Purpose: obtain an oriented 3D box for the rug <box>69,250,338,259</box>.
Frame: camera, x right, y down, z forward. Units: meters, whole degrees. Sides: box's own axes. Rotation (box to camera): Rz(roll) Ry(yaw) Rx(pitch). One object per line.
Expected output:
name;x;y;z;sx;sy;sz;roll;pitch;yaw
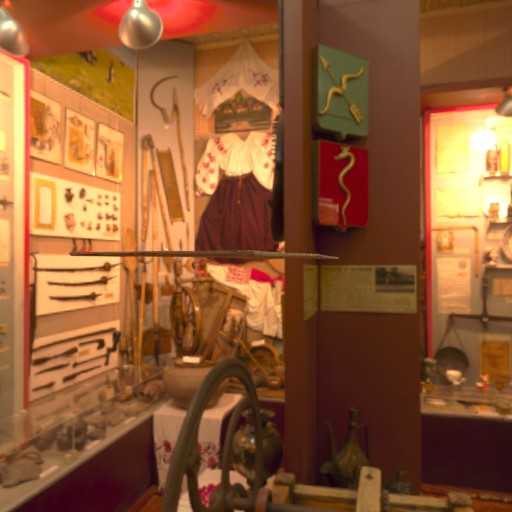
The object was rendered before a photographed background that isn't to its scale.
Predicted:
rug;0.000;0.000;2.583;0.692;0.032;2.320;0;-1;17
